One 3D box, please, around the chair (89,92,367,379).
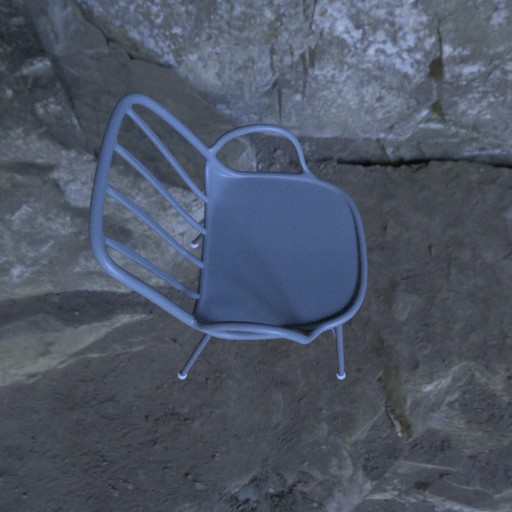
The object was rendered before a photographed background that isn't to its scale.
[{"bbox_3d":[0.000,0.000,1.191,0.597,0.816,0.549,1,64,1],"label":"chair"}]
